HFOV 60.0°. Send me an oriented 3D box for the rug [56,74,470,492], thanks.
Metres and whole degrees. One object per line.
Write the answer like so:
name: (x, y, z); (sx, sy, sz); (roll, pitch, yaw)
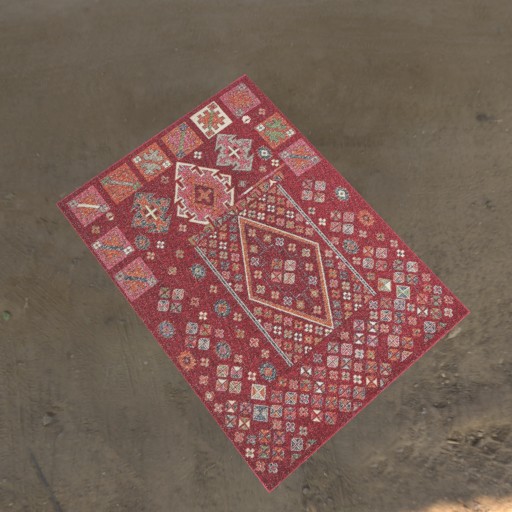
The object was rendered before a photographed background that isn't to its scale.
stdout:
rug: (0.000, 0.000, 4.217); (2.389, 0.011, 3.306); (-38, 78, -10)
